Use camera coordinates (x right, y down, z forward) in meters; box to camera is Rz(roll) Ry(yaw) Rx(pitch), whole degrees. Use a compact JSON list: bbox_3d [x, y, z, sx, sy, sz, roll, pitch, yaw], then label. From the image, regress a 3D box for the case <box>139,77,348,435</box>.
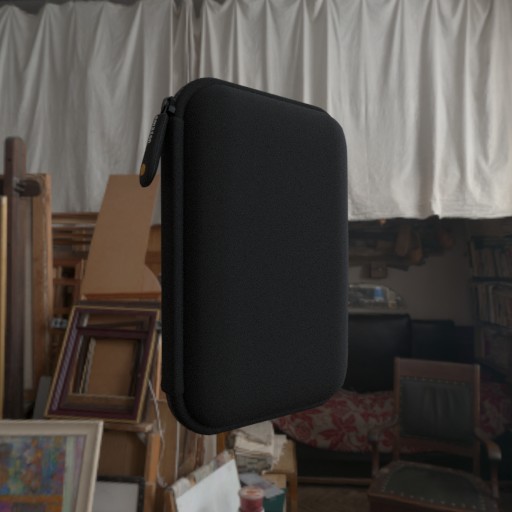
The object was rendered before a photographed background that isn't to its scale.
[{"bbox_3d":[0.000,0.000,0.197,0.107,0.147,0.030,0,-1,-36],"label":"case"}]
